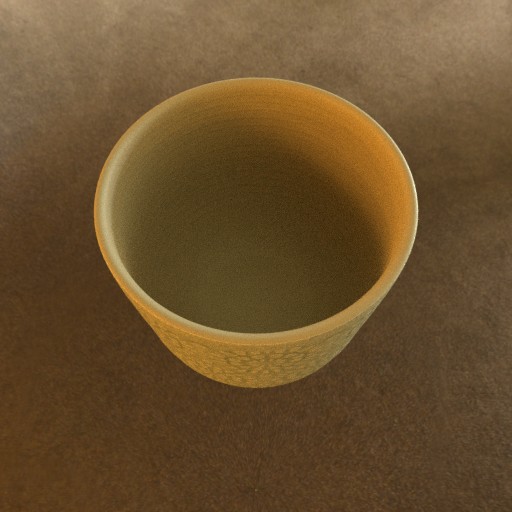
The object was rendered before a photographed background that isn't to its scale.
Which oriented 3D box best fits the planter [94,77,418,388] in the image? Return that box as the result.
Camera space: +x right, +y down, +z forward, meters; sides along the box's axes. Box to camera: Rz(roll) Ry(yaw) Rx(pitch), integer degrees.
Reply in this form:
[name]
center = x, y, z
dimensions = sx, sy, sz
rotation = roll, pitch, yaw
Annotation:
[planter]
center = 0.000, 0.000, 0.301
dimensions = 0.169, 0.153, 0.169
rotation = 0, 62, 0
